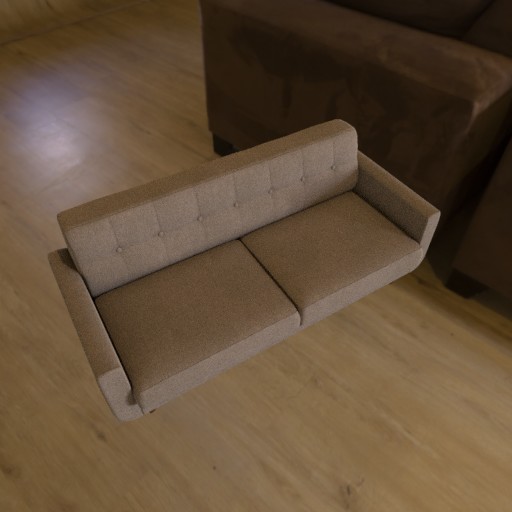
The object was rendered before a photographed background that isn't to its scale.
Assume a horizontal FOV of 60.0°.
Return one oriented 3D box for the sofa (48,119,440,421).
[{"bbox_3d":[0.000,0.000,2.530,2.029,0.841,0.909,-24,51,-21],"label":"sofa"}]
